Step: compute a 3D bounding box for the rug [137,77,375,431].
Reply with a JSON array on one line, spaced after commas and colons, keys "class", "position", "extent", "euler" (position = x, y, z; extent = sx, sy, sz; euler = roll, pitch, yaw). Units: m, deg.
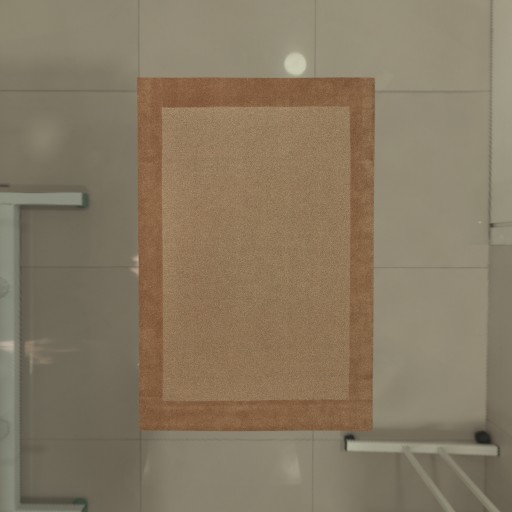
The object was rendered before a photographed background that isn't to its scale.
[{"class": "rug", "position": [0.000, 0.000, 2.294], "extent": [1.219, 0.014, 1.829], "euler": [0, 91, 0]}]
